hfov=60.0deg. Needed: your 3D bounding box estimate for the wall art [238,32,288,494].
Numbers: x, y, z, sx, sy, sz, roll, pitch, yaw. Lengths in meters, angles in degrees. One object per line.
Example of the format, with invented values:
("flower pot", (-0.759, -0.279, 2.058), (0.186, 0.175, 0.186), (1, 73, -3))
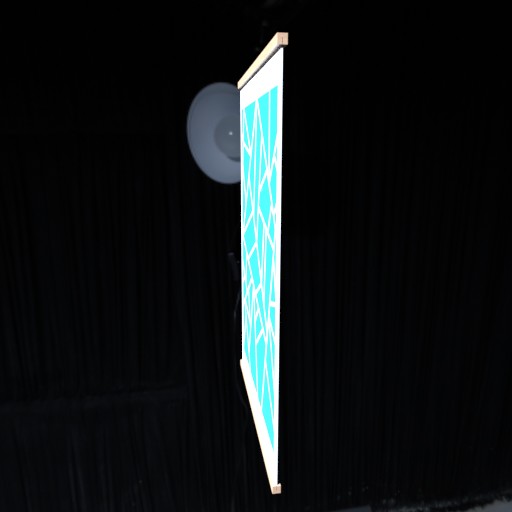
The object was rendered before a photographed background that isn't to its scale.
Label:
("wall art", (0.000, 0.000, 1.891), (0.030, 1.519, 0.990), (-2, 14, -8))
